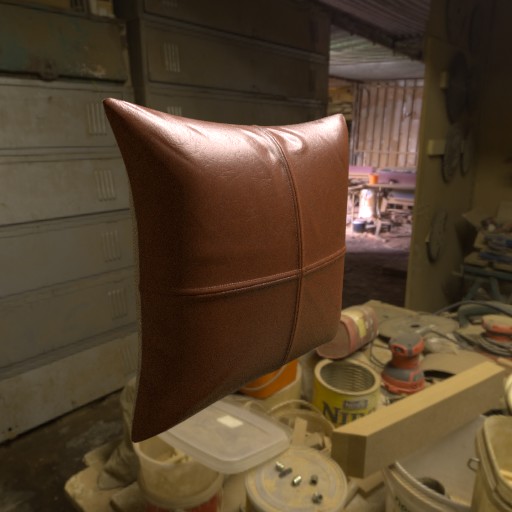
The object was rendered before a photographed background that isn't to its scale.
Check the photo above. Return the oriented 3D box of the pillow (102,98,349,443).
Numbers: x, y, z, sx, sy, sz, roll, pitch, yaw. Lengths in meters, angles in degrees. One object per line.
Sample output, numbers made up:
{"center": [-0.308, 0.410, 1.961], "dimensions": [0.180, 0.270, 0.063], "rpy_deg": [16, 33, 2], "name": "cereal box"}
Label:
{"center": [0.000, 0.000, 0.748], "dimensions": [0.192, 0.477, 0.501], "rpy_deg": [14, 21, 42], "name": "pillow"}
